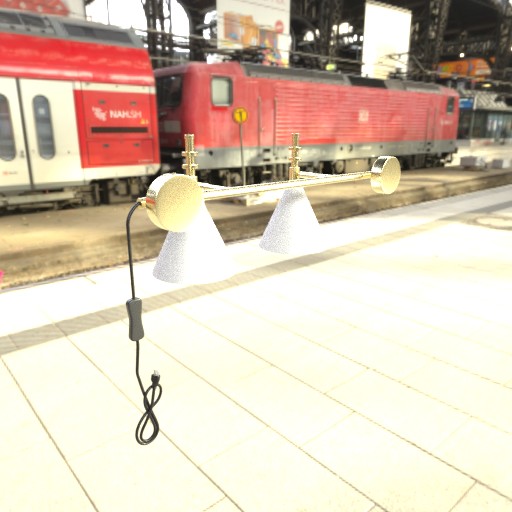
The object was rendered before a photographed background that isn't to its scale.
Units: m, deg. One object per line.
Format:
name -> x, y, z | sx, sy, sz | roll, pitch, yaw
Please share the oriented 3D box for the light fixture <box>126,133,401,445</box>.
light fixture -> 0.000, 0.000, 0.884 | 0.642, 0.468, 0.239 | -15, 22, -41
